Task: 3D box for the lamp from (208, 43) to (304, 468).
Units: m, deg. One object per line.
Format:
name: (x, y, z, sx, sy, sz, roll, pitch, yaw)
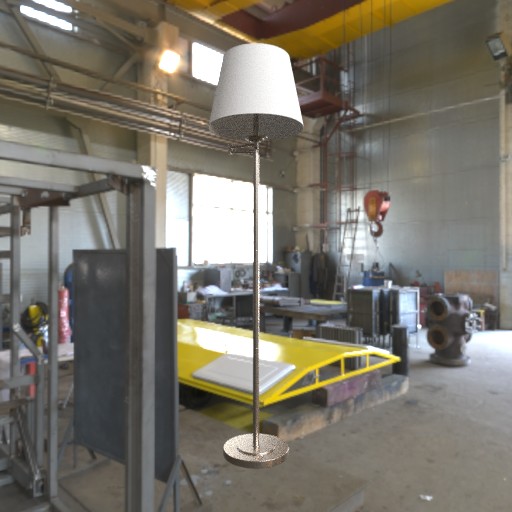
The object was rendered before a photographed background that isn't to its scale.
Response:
lamp: (0.000, 0.000, 1.658, 0.355, 1.473, 0.355, 0, 0, 0)
